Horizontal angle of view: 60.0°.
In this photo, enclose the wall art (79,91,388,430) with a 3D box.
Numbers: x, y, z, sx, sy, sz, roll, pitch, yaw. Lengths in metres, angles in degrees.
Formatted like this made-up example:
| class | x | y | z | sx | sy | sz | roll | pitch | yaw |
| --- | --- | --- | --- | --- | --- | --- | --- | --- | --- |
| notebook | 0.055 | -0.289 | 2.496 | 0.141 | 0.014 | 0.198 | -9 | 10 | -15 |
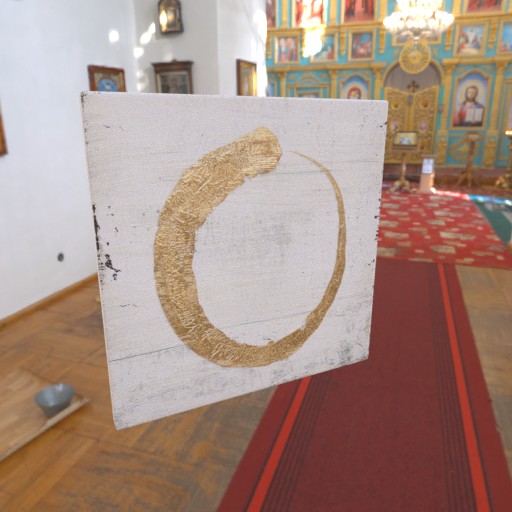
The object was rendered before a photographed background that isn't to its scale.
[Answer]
| class | x | y | z | sx | sy | sz | roll | pitch | yaw |
| --- | --- | --- | --- | --- | --- | --- | --- | --- | --- |
| wall art | 0.000 | 0.000 | 1.126 | 0.762 | 0.762 | 0.038 | -8 | 18 | -25 |
